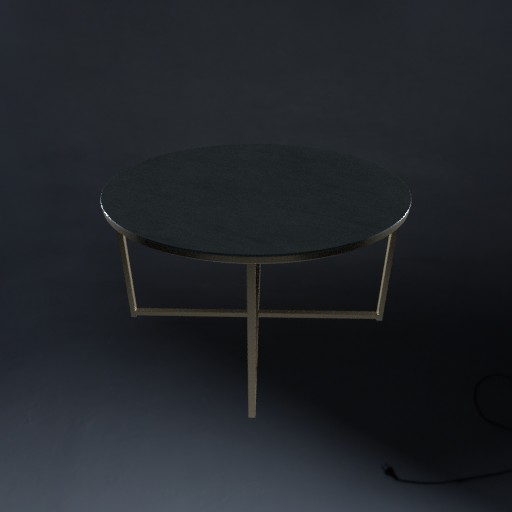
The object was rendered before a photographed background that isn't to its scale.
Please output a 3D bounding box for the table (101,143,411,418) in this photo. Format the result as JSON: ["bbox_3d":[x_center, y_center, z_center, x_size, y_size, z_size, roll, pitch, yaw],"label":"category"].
[{"bbox_3d":[0.000,0.000,1.303,0.800,0.450,0.800,0,29,0],"label":"table"}]
